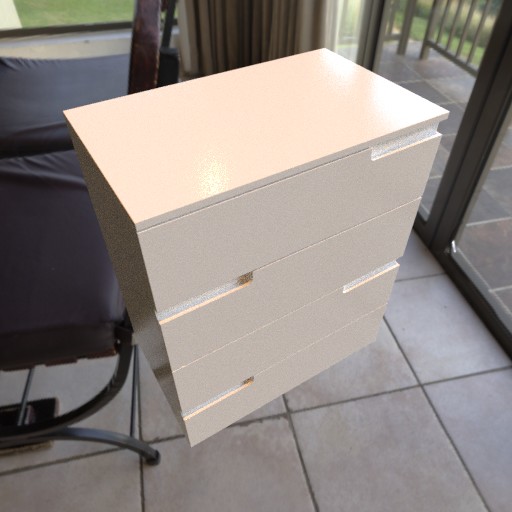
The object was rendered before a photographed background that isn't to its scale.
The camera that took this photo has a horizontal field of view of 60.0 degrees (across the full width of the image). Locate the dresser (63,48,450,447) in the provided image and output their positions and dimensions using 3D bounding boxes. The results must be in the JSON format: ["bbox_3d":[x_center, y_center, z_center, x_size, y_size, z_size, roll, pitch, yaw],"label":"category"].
[{"bbox_3d":[0.000,0.000,1.153,0.650,0.800,0.400,-23,49,-22],"label":"dresser"}]
